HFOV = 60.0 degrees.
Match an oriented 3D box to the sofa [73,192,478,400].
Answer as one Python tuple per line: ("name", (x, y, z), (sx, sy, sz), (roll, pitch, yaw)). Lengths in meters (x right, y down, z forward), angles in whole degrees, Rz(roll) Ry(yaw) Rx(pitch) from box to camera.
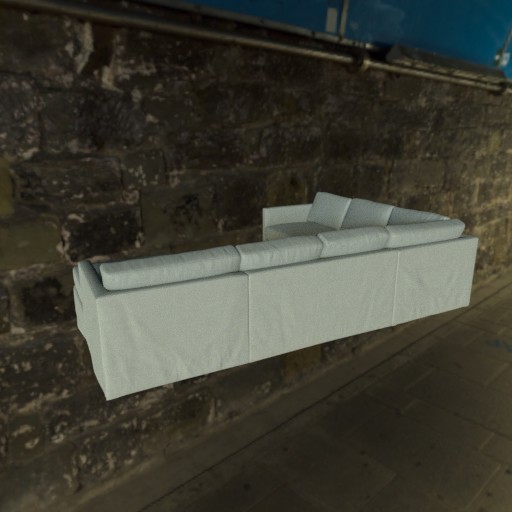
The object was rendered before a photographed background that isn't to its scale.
("sofa", (0.000, 0.000, 4.472), (3.460, 0.882, 2.427), (-8, 18, -26))
